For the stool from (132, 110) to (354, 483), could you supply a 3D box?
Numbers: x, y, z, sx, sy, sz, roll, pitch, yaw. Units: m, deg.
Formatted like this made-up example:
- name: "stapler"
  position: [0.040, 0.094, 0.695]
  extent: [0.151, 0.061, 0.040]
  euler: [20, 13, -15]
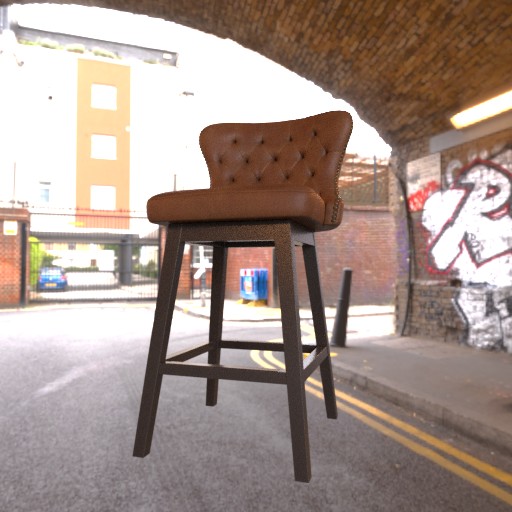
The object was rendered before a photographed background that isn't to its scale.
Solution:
- name: "stool"
  position: [0.000, 0.000, 1.287]
  extent: [0.528, 0.971, 0.593]
  euler: [-1, -2, 18]
